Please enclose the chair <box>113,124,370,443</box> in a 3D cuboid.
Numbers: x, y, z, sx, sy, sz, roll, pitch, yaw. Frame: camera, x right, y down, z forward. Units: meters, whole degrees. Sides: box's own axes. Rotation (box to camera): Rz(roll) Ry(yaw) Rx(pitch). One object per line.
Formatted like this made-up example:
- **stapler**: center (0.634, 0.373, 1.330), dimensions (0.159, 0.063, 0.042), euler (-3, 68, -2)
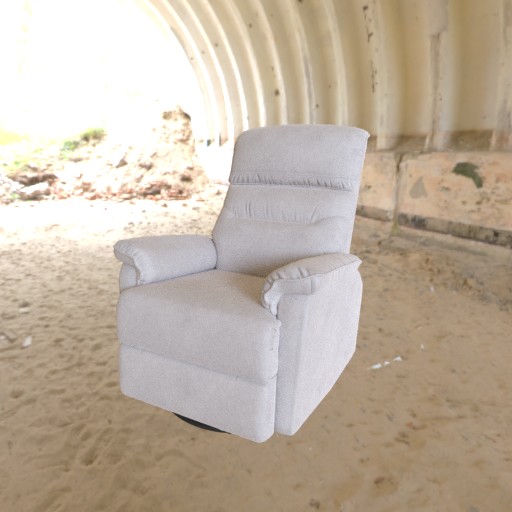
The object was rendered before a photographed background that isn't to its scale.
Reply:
- **chair**: center (0.000, 0.000, 1.779), dimensions (0.820, 1.039, 1.001), euler (8, 17, 28)
